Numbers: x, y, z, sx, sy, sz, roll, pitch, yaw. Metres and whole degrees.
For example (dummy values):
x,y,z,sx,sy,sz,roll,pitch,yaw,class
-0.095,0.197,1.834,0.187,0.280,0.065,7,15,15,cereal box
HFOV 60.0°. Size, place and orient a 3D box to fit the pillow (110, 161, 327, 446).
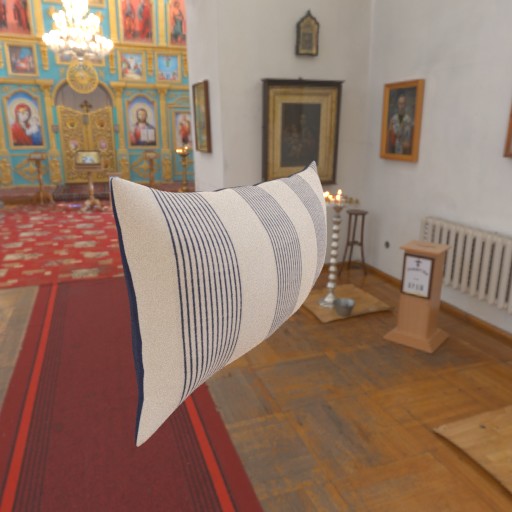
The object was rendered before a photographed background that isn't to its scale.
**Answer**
x,y,z,sx,sy,sz,roll,pitch,yaw,class
0.000,0.000,0.710,0.151,0.287,0.610,7,16,24,pillow
